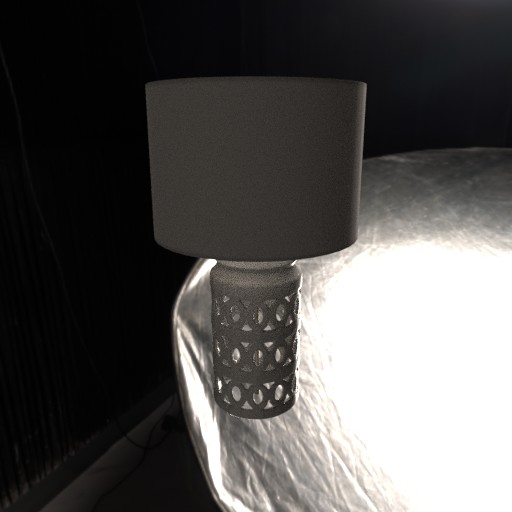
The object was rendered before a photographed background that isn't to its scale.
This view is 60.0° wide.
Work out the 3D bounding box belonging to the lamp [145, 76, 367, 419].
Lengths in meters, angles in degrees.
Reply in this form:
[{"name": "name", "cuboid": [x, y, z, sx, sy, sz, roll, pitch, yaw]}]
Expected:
[{"name": "lamp", "cuboid": [0.000, 0.000, 0.702, 0.310, 0.502, 0.310, 0, 17, 0]}]
